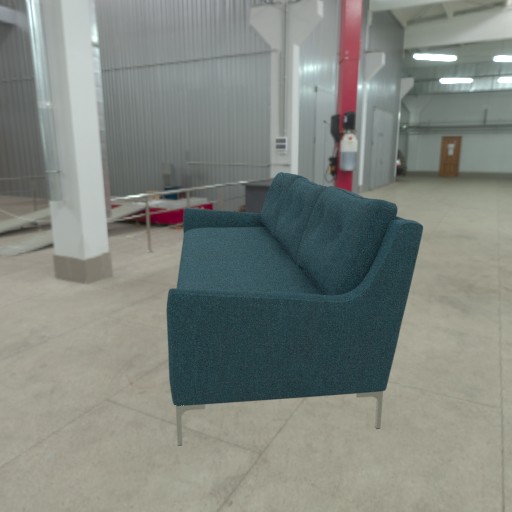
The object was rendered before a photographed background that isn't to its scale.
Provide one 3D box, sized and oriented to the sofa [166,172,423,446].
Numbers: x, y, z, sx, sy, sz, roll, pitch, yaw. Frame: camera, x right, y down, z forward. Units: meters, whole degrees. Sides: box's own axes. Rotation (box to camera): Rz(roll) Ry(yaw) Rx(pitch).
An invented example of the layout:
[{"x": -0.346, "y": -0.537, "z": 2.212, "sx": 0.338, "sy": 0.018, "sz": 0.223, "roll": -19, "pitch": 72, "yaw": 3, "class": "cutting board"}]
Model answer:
[{"x": 0.000, "y": 0.000, "z": 2.452, "sx": 0.849, "sy": 0.837, "sz": 2.060, "roll": -2, "pitch": 14, "yaw": -7, "class": "sofa"}]
